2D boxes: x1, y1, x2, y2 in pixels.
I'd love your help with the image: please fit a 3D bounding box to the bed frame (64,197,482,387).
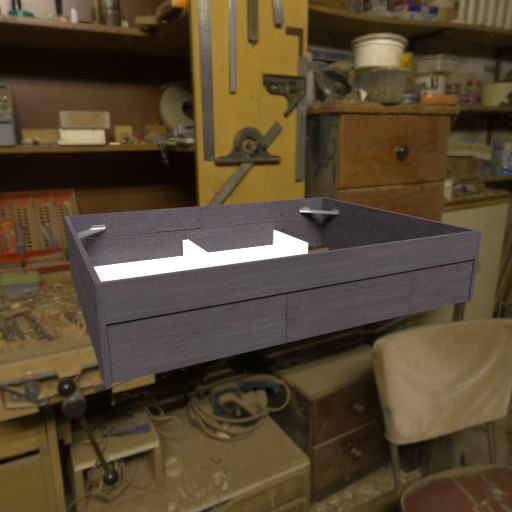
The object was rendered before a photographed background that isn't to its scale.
[{"bbox_3d":[0.000,0.000,2.602,1.944,0.459,1.448,-8,17,-25],"label":"bed frame"}]
